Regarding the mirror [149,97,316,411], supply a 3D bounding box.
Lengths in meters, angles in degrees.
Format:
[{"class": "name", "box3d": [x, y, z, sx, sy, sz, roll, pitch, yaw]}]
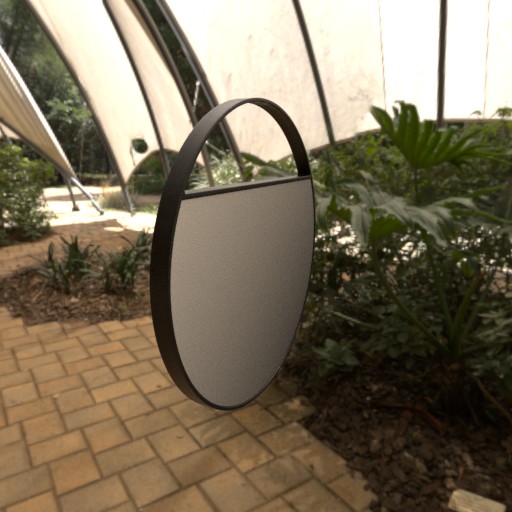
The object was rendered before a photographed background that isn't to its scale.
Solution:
[{"class": "mirror", "box3d": [0.000, 0.000, 0.841, 0.032, 0.565, 0.565, 7, 15, 27]}]
